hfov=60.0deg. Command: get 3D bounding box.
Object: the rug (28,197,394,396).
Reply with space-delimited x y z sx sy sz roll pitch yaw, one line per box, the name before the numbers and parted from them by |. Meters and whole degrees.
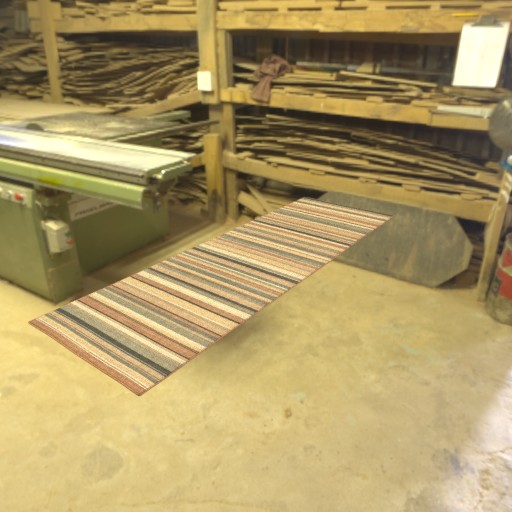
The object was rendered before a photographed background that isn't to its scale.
rug | 0.000 0.000 2.704 0.799 0.010 2.444 18 30 33
